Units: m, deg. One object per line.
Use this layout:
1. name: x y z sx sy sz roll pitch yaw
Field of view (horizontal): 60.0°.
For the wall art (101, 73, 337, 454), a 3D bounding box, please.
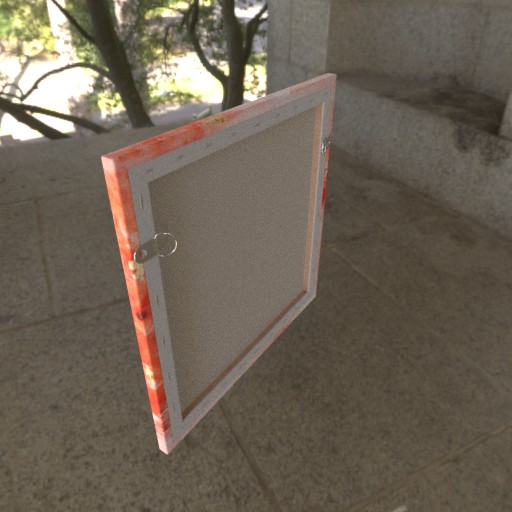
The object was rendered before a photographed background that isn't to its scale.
1. wall art: 0.000 0.000 1.315 0.066 0.878 0.878 21 39 29
